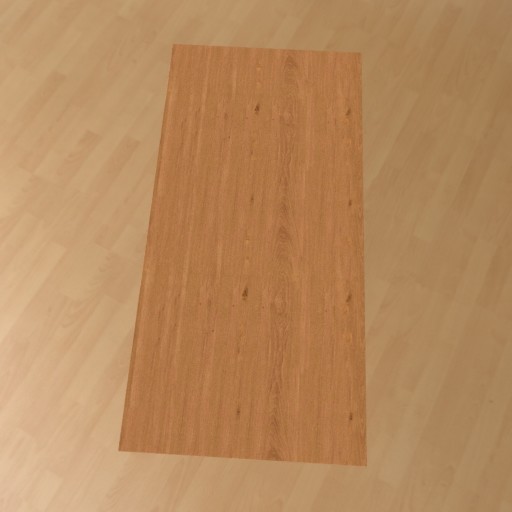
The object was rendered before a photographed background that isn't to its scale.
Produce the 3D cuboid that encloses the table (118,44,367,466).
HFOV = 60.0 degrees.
[{"bbox_3d":[0.000,0.000,1.143,0.450,0.452,0.899,3,73,1],"label":"table"}]
